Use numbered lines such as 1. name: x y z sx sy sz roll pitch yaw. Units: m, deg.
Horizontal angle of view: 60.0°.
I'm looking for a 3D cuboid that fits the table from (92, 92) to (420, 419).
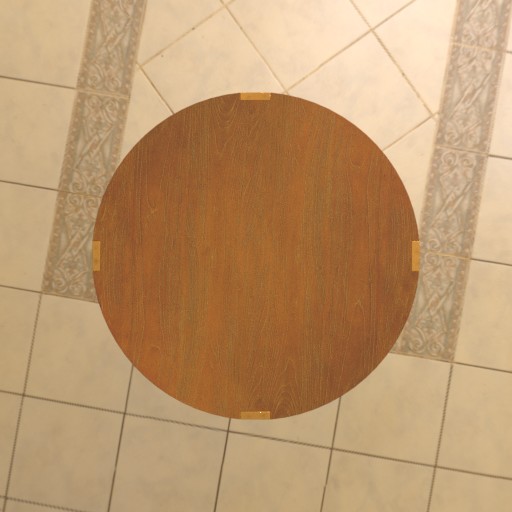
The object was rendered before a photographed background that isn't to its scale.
1. table: 0.000 0.000 1.699 1.100 0.420 1.100 0 90 1
